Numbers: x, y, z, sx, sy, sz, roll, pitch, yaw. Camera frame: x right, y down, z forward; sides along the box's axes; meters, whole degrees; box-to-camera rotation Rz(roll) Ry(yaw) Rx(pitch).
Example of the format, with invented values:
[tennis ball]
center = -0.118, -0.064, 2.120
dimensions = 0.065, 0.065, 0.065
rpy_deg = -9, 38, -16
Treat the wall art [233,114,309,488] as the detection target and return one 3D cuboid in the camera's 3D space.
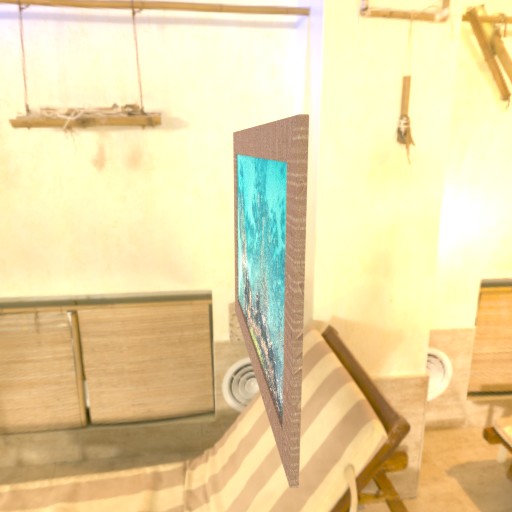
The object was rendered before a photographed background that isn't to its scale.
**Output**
[wall art]
center = 0.000, 0.000, 1.358
dimensions = 0.020, 0.761, 1.056
rpy_deg = -2, 14, -9
